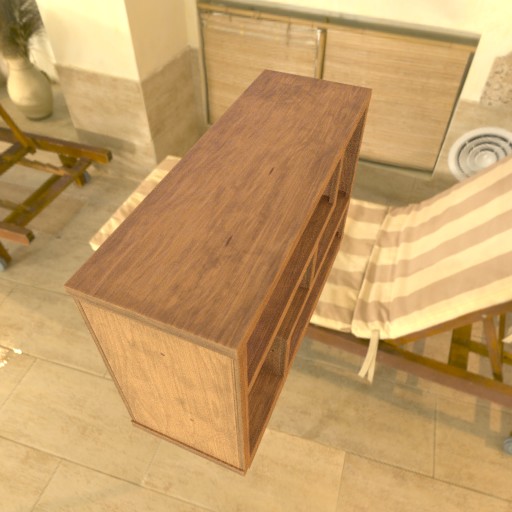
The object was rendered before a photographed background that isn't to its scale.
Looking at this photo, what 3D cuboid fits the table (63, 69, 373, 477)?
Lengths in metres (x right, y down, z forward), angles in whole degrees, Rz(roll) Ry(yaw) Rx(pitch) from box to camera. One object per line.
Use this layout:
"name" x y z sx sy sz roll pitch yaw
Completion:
"table" 0.000 0.000 1.536 0.410 0.771 1.151 17 49 15
